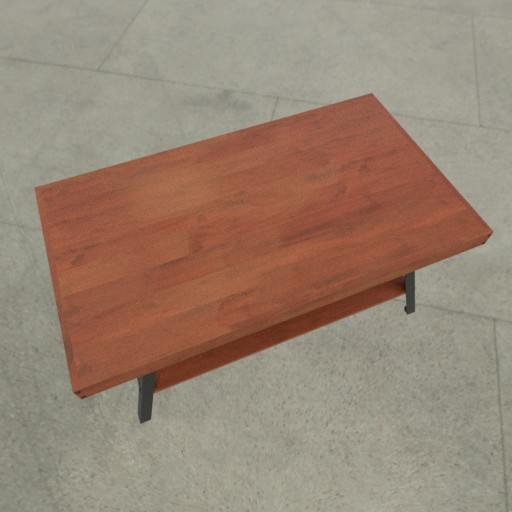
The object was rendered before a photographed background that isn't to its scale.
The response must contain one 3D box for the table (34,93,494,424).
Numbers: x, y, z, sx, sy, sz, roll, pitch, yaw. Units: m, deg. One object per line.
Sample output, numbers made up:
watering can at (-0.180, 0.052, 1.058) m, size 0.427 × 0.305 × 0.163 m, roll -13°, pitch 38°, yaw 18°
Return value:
table at (0.000, 0.000, 1.367) m, size 1.067 × 0.457 × 0.610 m, roll -19°, pitch 59°, yaw -12°
